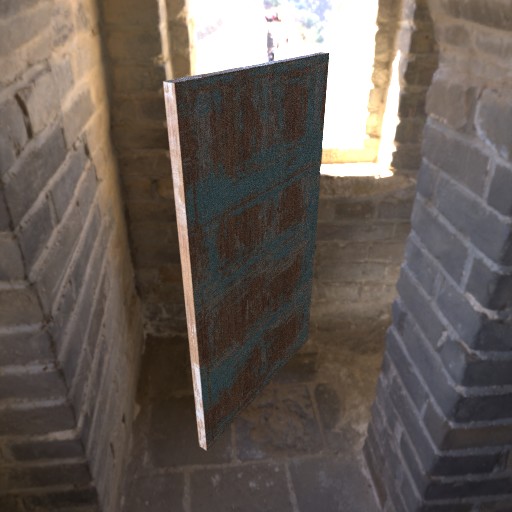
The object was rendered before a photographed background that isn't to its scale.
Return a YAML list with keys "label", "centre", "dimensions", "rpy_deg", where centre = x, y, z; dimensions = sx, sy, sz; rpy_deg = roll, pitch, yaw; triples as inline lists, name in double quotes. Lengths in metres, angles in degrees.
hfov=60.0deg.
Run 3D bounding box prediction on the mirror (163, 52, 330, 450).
- label: "mirror"
  centre: [0.000, 0.000, 1.511]
  dimensions: [0.083, 1.213, 0.707]
  rpy_deg: [20, 36, 30]
